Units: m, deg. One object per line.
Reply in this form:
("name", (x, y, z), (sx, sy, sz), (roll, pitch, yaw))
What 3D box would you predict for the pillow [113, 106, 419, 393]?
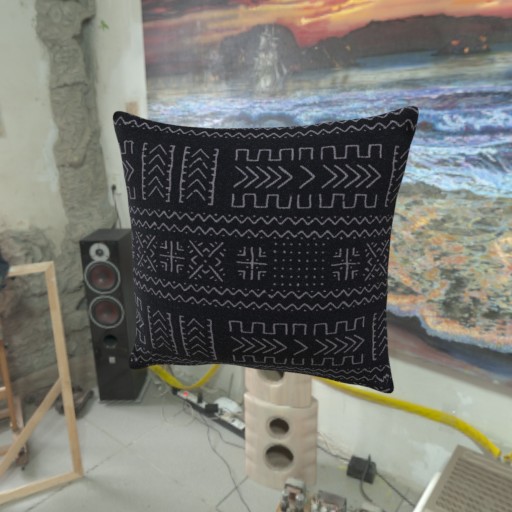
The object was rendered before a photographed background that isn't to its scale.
("pillow", (0.000, 0.000, 0.674), (0.438, 0.430, 0.164), (2, 16, 8))
